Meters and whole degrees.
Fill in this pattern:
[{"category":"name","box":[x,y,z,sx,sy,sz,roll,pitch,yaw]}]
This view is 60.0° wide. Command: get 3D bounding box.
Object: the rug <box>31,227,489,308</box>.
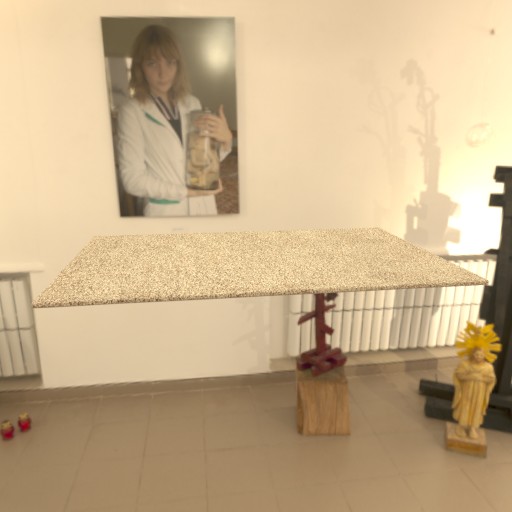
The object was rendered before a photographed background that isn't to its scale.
[{"category":"rug","box":[0.000,0.000,3.045,2.438,0.030,1.524,-2,15,-8]}]
